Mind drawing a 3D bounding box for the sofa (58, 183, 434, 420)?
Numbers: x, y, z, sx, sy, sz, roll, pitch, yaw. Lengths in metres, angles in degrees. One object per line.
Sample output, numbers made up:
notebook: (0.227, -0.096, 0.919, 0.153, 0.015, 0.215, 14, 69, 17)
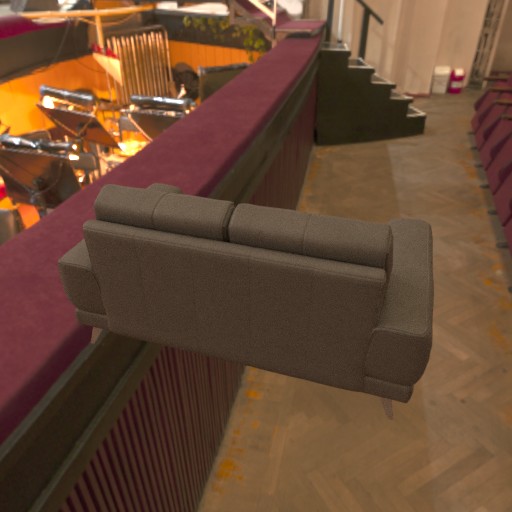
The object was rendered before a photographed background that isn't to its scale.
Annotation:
sofa: (0.000, 0.000, 2.392, 1.806, 0.907, 1.018, 10, 34, 15)
